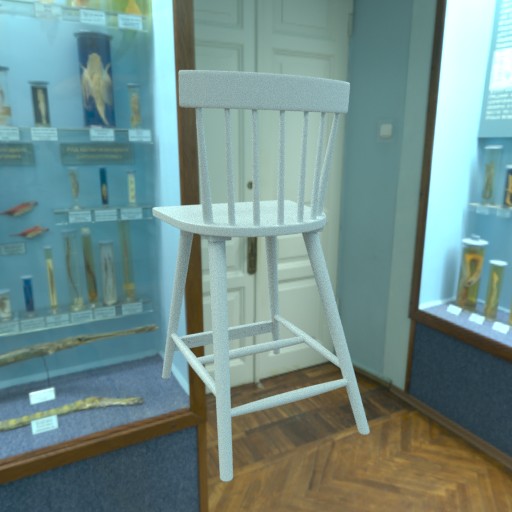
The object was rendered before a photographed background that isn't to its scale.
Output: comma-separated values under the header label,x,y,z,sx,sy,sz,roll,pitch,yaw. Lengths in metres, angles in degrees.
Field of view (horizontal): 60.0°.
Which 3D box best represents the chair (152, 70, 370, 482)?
label,x,y,z,sx,sy,sz,roll,pitch,yaw
chair,0.000,0.000,1.288,0.483,0.952,0.572,-7,15,-25
